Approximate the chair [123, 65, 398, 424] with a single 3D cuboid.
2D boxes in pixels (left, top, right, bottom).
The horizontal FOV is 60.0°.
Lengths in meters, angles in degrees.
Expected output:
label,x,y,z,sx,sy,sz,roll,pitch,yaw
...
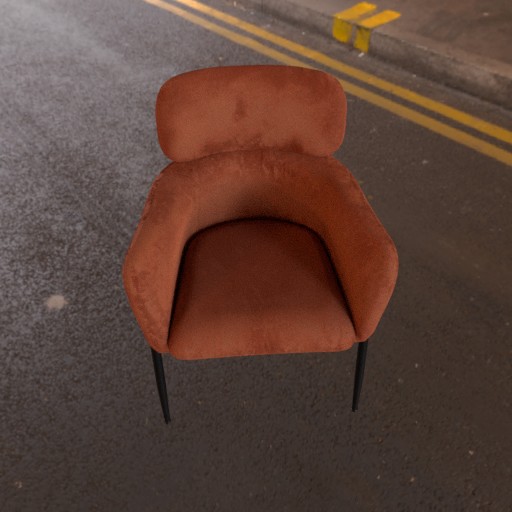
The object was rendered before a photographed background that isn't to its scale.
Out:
label,x,y,z,sx,sy,sz,roll,pitch,yaw
chair,0.000,0.000,1.124,0.561,0.772,0.523,-3,47,-3
